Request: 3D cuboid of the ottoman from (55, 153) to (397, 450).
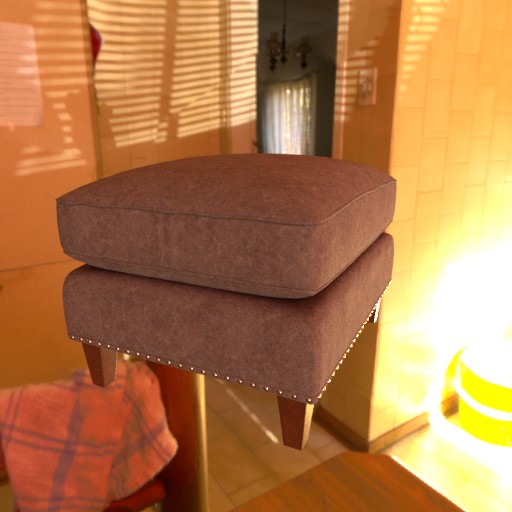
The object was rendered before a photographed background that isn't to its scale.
[{"bbox_3d":[0.000,0.000,1.140,0.584,0.513,0.741,7,17,25],"label":"ottoman"}]
